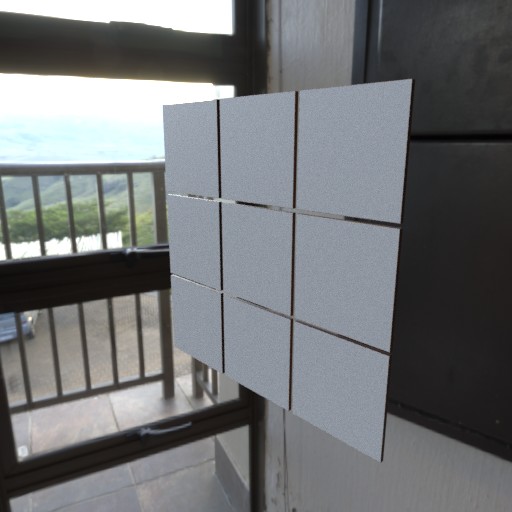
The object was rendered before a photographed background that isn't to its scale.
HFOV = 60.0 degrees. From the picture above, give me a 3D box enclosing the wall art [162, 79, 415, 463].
[{"bbox_3d":[0.000,0.000,1.820,0.017,1.246,1.256,-14,20,-42],"label":"wall art"}]
